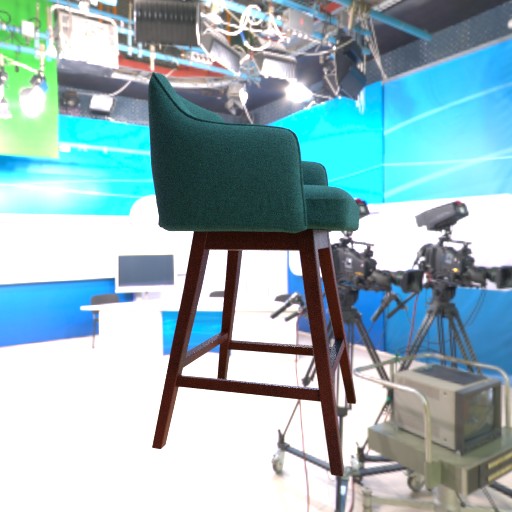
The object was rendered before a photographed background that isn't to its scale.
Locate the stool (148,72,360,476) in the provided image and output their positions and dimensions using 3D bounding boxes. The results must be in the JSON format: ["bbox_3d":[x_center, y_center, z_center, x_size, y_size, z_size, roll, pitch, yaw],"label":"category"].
[{"bbox_3d":[0.000,0.000,1.269,0.556,0.961,0.548,1,3,16],"label":"stool"}]
